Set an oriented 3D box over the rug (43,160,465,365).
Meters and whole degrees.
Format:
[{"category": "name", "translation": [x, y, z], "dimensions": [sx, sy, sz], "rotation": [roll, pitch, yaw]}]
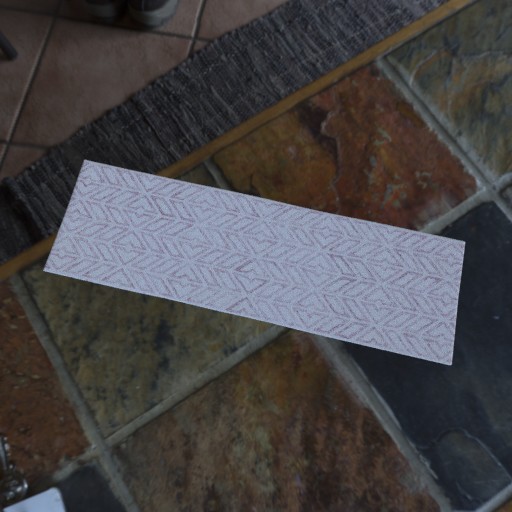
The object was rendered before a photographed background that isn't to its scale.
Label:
[{"category": "rug", "translation": [0.000, 0.000, 2.670], "dimensions": [2.435, 0.009, 0.750], "rotation": [13, 75, 3]}]
